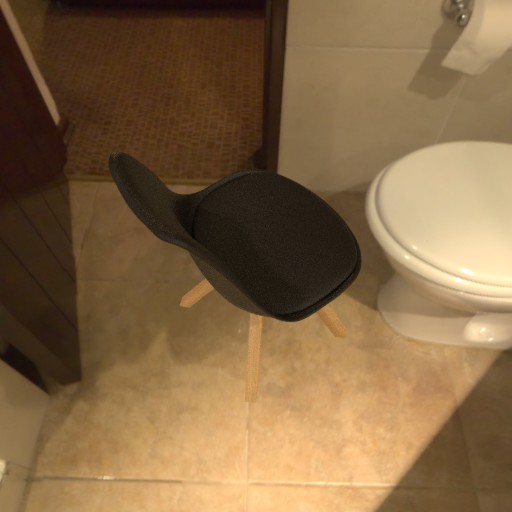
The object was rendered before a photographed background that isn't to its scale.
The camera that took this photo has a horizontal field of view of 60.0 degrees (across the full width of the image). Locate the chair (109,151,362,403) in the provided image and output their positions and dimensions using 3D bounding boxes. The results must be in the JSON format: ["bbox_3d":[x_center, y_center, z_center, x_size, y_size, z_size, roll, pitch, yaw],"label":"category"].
[{"bbox_3d":[0.000,0.000,1.210,0.549,0.850,0.485,-31,62,-18],"label":"chair"}]
